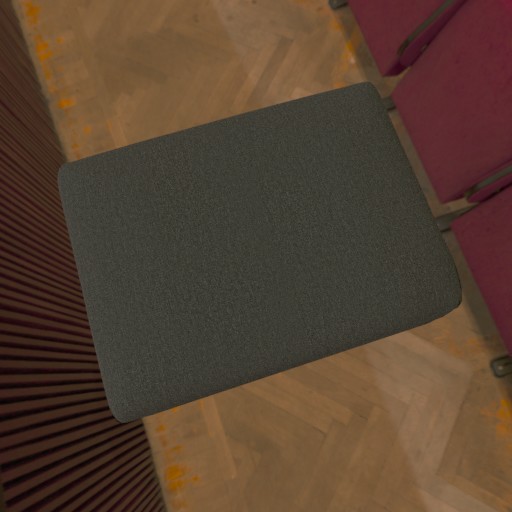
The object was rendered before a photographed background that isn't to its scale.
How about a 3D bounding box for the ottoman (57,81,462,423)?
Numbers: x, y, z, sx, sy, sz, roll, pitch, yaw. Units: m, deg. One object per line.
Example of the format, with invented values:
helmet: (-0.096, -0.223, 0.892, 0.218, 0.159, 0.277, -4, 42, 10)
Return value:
ottoman: (0.000, 0.000, 1.220, 0.835, 0.503, 0.629, -17, 76, -4)
